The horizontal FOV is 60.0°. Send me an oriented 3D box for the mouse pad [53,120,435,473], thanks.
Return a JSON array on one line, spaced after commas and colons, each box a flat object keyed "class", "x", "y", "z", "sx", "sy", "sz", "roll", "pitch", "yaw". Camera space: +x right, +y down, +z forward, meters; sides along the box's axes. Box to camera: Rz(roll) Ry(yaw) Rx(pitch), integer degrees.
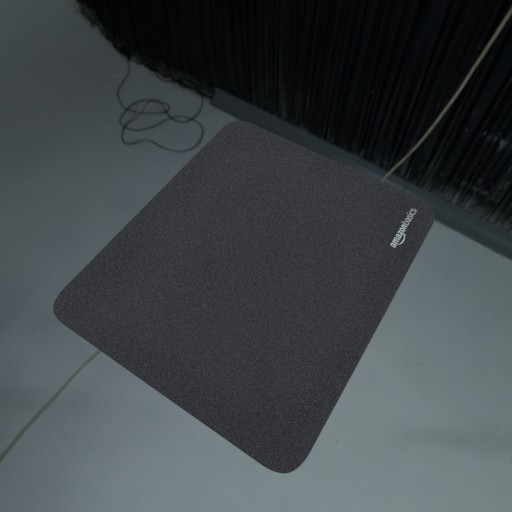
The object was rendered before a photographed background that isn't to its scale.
[{"class": "mouse pad", "x": 0.000, "y": 0.000, "z": 0.444, "sx": 0.269, "sy": 0.002, "sz": 0.315, "roll": 29, "pitch": 62, "yaw": 17}]
